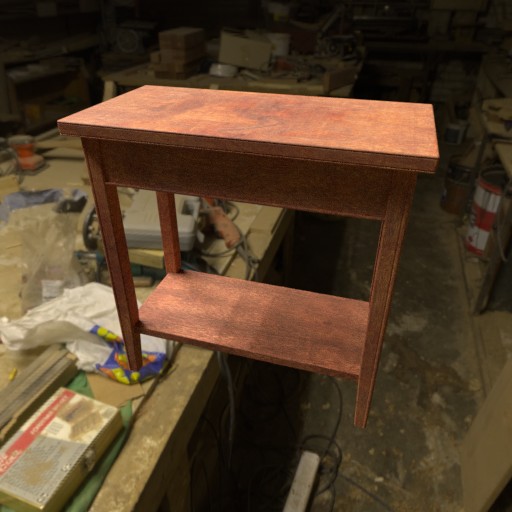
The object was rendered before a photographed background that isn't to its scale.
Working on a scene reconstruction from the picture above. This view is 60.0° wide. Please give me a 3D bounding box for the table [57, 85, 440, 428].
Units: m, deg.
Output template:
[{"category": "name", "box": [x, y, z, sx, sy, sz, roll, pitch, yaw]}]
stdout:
[{"category": "table", "box": [0.000, 0.000, 0.956, 0.610, 0.610, 0.305, 9, 33, 14]}]
